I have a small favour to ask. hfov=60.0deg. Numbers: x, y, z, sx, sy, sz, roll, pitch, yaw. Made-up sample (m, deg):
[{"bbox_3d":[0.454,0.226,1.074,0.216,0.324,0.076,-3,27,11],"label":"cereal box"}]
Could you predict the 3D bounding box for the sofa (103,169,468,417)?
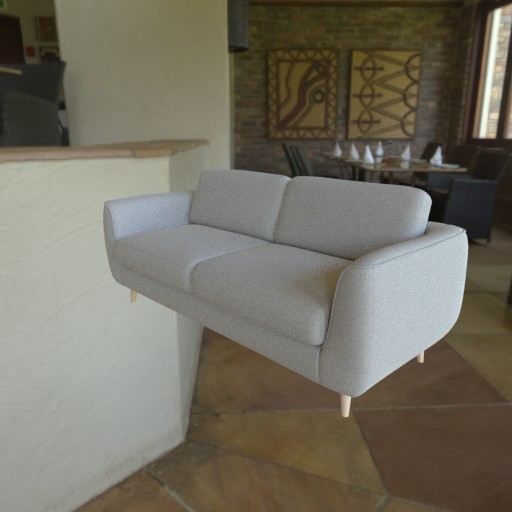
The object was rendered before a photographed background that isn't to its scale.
[{"bbox_3d":[0.000,0.000,2.436,0.920,0.850,2.000,-14,21,-42],"label":"sofa"}]
